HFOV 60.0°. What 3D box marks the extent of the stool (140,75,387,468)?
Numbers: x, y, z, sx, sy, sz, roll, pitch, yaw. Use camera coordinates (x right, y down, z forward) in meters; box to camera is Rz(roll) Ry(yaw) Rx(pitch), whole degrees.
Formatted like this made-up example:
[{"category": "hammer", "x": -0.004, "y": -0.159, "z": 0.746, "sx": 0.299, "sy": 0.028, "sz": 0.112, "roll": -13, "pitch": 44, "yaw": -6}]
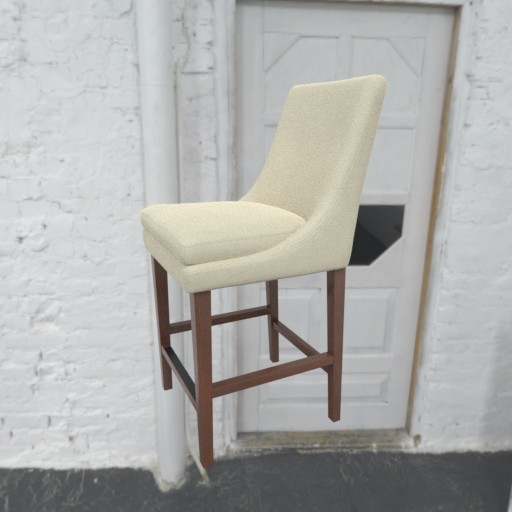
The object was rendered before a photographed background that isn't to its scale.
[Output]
[{"category": "stool", "x": 0.000, "y": 0.000, "z": 1.305, "sx": 0.577, "sy": 0.981, "sz": 0.470, "roll": -8, "pitch": 19, "yaw": -25}]
